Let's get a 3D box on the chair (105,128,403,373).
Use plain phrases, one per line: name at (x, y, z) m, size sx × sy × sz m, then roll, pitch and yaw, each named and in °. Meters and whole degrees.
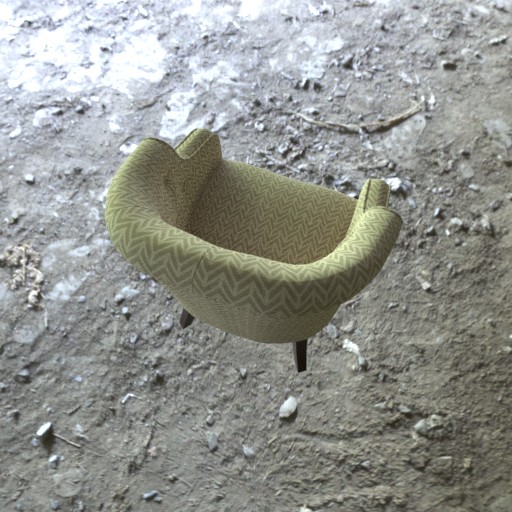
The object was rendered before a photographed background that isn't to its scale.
chair at (0.000, 0.000, 1.307) m, size 0.686 × 0.858 × 0.613 m, roll 19°, pitch 63°, yaw 10°
